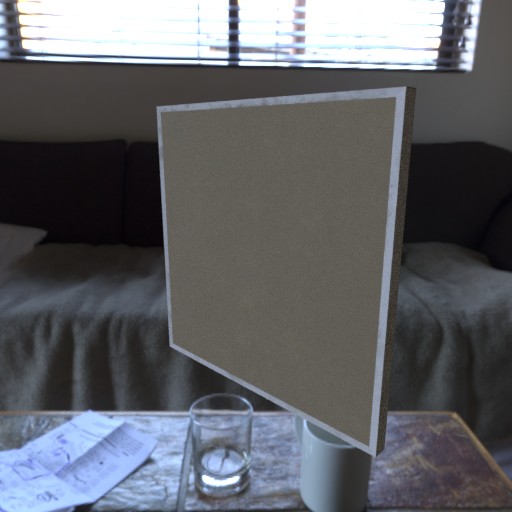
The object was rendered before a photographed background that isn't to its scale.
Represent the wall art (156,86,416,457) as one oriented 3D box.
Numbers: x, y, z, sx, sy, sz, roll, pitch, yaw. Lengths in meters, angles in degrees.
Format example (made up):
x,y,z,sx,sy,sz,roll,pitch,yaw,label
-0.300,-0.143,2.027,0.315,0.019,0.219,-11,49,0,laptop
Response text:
x,y,z,sx,sy,sz,roll,pitch,yaw,label
0.000,0.000,1.133,0.760,0.757,0.038,14,21,42,wall art
